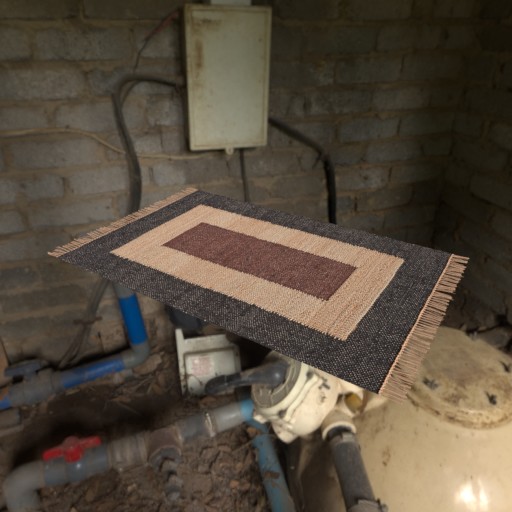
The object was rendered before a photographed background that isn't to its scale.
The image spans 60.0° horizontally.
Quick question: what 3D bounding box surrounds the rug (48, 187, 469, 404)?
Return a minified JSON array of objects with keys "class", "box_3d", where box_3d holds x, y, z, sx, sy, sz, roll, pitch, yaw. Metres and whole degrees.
[{"class":"rug","box_3d":[0.000,0.000,2.457,2.021,0.027,1.224,18,34,28]}]
